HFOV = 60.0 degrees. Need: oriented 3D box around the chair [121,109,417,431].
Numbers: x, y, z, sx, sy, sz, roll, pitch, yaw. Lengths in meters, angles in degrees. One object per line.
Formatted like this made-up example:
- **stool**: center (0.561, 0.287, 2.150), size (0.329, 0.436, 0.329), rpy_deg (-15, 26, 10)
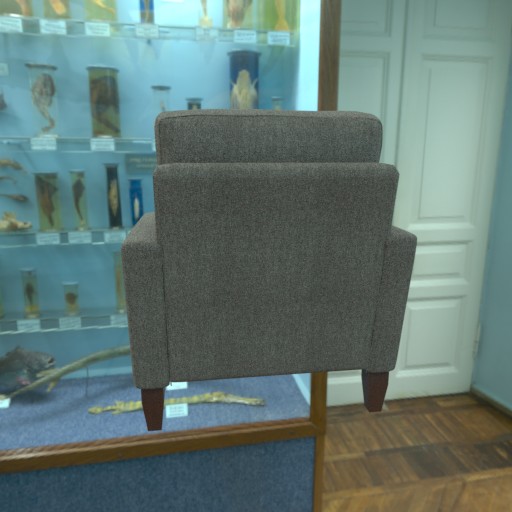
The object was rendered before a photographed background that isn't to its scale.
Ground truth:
- **chair**: center (0.000, 0.000, 1.655), size (0.855, 0.993, 0.897), rpy_deg (-2, 13, -8)
